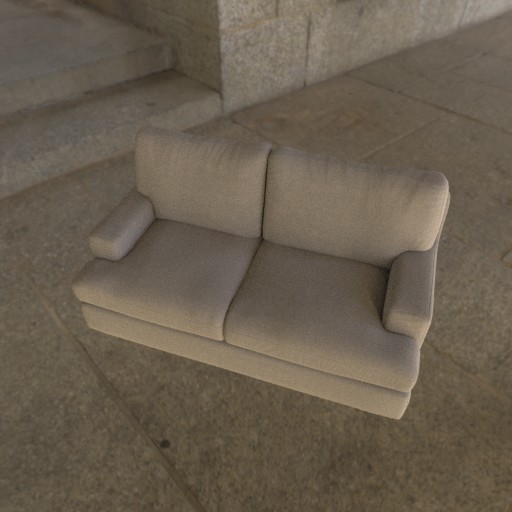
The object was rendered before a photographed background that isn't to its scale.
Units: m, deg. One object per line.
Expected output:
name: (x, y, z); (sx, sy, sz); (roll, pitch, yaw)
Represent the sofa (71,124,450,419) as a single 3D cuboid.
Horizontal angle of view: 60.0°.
sofa: (0.000, 0.000, 2.422); (1.855, 0.980, 0.962); (13, 44, 14)
